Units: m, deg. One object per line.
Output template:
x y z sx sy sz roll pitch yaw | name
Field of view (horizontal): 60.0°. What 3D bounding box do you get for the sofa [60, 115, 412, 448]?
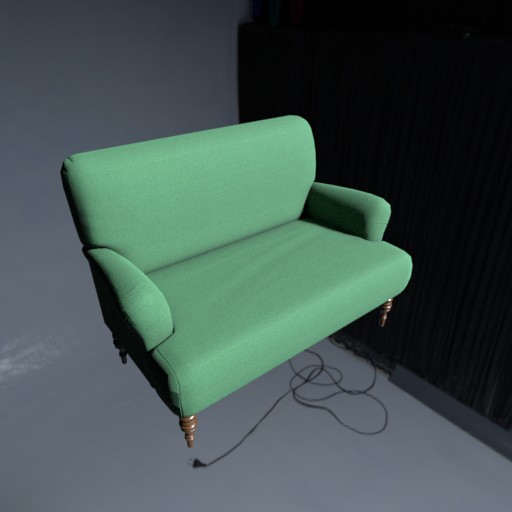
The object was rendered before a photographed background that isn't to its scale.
0.000 0.000 1.841 1.297 0.889 0.779 -22 36 -33 | sofa
